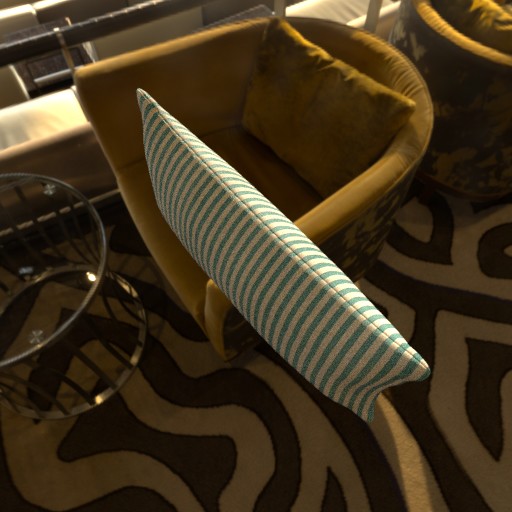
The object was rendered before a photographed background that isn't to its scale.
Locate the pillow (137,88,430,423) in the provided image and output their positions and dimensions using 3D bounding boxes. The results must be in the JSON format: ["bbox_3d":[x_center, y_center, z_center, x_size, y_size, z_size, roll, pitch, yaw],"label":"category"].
[{"bbox_3d":[0.000,0.000,0.740,0.151,0.295,0.617,-35,65,-19],"label":"pillow"}]
